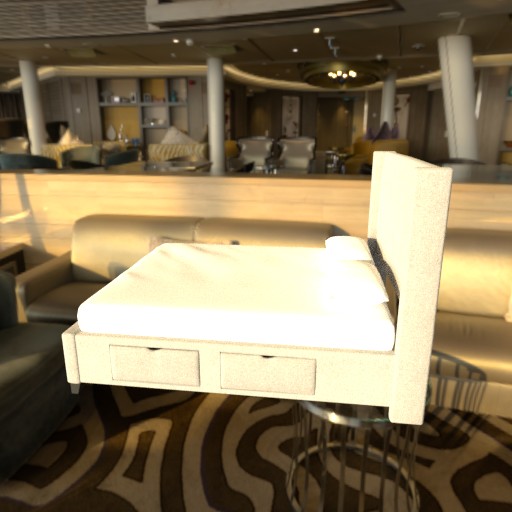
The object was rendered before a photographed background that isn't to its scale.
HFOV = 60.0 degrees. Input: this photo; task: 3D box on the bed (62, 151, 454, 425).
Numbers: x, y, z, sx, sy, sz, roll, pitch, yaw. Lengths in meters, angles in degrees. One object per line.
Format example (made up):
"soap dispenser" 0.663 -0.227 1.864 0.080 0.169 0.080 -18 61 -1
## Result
"bed" 0.000 0.000 3.373 2.222 1.491 1.774 2 16 8
